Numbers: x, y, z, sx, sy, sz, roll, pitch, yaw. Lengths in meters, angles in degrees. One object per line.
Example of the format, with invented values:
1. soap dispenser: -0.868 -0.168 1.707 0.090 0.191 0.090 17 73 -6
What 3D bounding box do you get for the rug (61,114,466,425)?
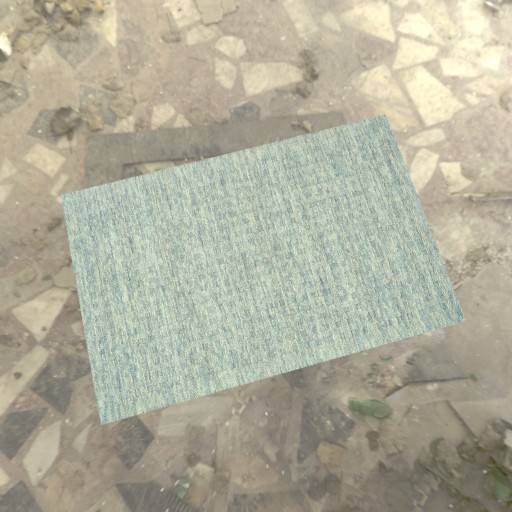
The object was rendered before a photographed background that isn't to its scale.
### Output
1. rug: 0.000 0.000 2.181 1.752 0.006 1.142 -15 76 -4
